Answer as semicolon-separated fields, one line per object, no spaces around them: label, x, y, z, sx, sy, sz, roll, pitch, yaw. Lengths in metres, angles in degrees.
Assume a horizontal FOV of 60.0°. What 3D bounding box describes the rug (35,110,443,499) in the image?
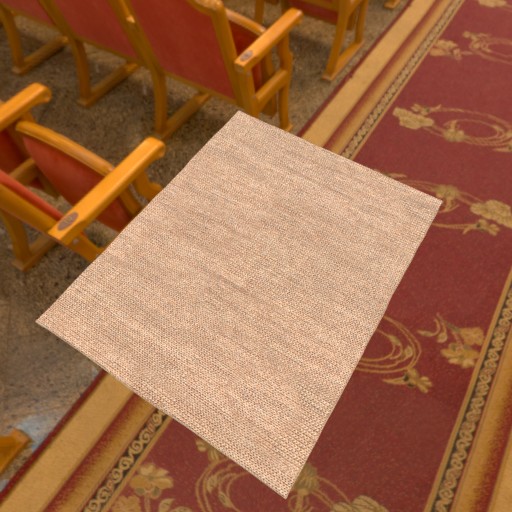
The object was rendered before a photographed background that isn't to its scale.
rug;0.000;0.000;4.020;2.429;0.030;3.052;29;63;16
